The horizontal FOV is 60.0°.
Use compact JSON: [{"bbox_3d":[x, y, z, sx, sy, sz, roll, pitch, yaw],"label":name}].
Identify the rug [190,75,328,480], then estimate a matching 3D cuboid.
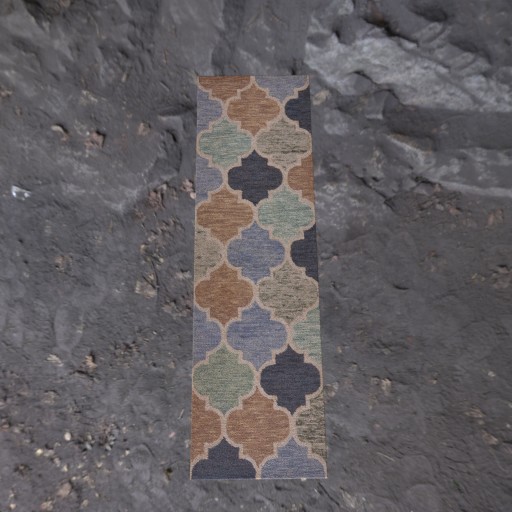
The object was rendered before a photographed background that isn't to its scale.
[{"bbox_3d":[0.000,0.000,2.473,0.687,0.011,2.287,-1,77,0],"label":"rug"}]
